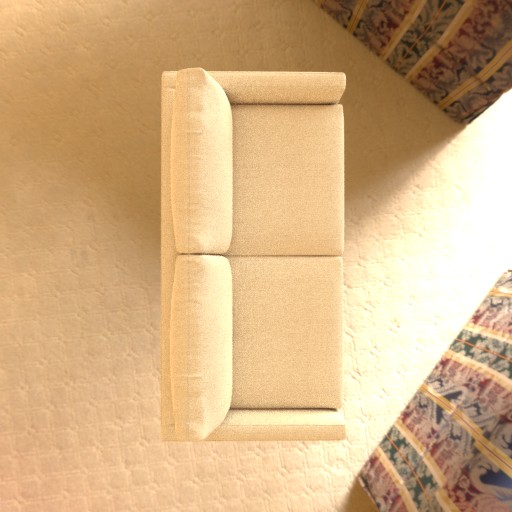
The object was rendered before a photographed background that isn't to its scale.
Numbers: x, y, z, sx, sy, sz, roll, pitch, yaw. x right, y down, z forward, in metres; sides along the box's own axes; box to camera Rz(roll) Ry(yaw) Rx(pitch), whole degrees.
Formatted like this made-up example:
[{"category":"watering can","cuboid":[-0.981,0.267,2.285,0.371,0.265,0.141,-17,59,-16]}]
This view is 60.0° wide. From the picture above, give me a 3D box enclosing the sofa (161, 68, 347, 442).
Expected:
[{"category":"sofa","cuboid":[0.000,0.000,2.103,0.839,0.812,1.651,0,89,-1]}]
